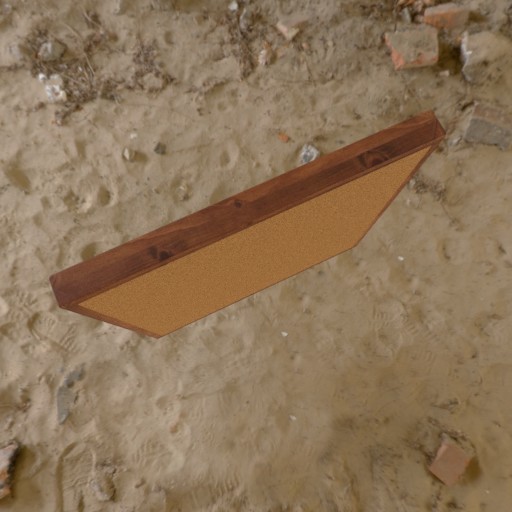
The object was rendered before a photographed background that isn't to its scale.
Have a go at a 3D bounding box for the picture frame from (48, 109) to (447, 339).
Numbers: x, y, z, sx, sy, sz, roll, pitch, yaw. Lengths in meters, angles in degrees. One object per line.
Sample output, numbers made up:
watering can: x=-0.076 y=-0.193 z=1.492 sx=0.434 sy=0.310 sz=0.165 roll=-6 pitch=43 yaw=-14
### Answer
picture frame: x=0.000 y=0.000 z=0.538 sx=0.352 sy=0.356 sz=0.028 roll=-25 pitch=77 yaw=-6
